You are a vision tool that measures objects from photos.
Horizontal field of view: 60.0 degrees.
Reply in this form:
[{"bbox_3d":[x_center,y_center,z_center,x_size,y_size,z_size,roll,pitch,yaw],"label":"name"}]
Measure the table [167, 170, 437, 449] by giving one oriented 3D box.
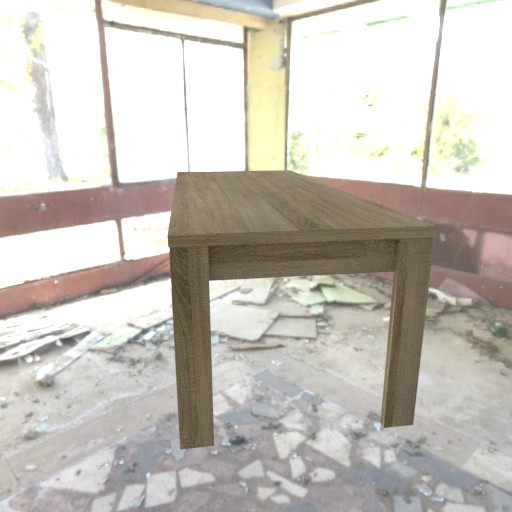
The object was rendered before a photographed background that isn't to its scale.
[{"bbox_3d":[0.000,0.000,2.592,0.900,0.790,2.200,-2,16,-9],"label":"table"}]
